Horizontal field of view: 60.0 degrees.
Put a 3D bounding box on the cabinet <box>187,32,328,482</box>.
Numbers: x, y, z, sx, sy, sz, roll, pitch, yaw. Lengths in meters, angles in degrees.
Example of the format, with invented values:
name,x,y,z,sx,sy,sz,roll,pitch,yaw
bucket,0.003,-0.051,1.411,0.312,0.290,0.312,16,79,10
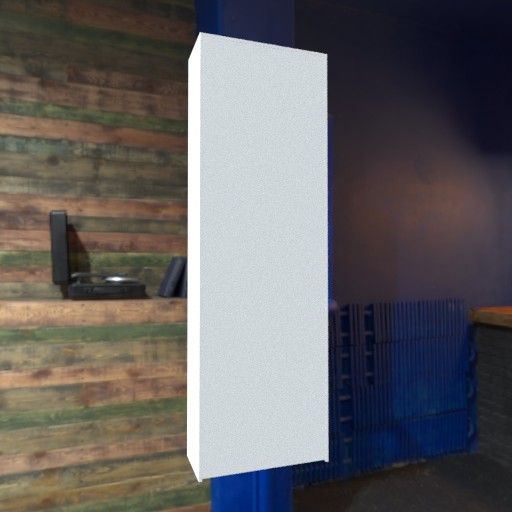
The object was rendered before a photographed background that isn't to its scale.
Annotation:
name,x,y,z,sx,sy,sz,roll,pitch,yaw
cabinet,0.000,0.000,1.810,0.520,1.630,0.255,0,-1,-19
